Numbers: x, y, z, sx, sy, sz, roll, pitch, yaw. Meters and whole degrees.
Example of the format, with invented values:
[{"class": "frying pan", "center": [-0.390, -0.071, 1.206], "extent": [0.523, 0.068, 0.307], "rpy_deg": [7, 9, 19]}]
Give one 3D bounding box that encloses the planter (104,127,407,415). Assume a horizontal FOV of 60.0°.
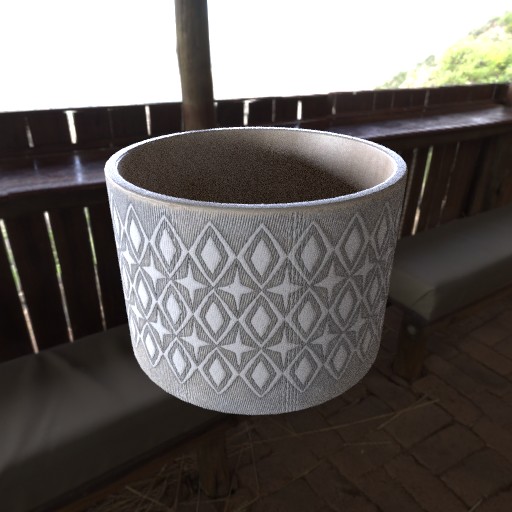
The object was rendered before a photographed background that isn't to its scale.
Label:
[{"class": "planter", "center": [0.000, 0.000, 0.279], "extent": [0.164, 0.127, 0.164], "rpy_deg": [0, 27, 0]}]
